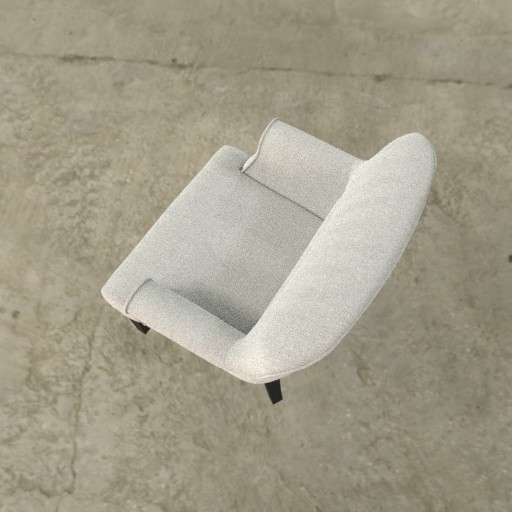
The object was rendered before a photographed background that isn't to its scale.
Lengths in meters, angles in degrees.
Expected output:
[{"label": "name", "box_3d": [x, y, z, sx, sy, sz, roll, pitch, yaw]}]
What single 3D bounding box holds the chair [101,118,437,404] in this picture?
[{"label": "chair", "box_3d": [0.000, 0.000, 1.413, 0.750, 0.875, 0.781, 29, 67, 14]}]
